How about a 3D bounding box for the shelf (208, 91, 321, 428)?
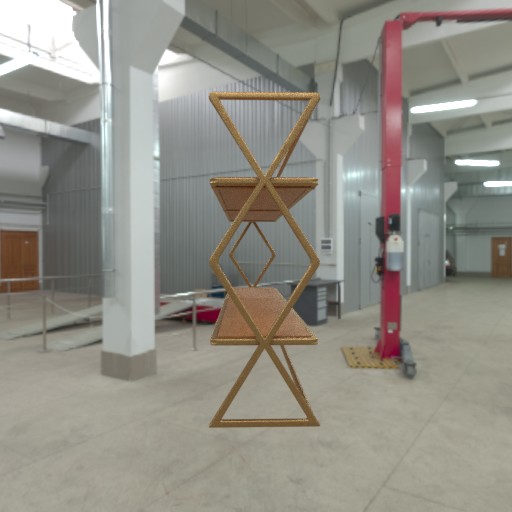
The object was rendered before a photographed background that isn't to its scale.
[{"bbox_3d":[0.000,0.000,1.005,0.150,0.450,0.822,0,1,-2],"label":"shelf"}]
